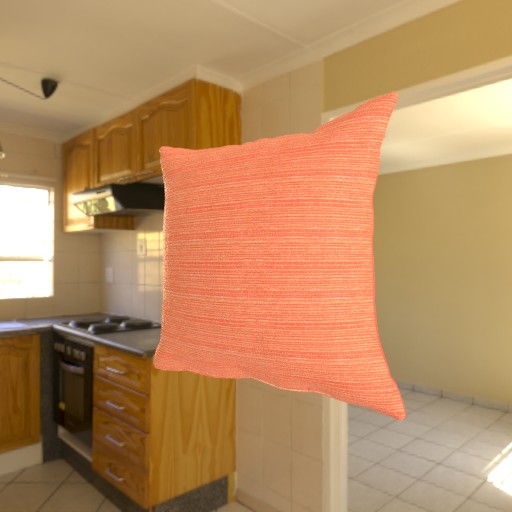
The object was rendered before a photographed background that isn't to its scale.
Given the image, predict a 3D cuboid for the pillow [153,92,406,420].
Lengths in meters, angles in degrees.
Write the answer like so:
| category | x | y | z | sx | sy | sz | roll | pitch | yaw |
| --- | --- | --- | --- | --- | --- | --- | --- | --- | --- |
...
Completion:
| category | x | y | z | sx | sy | sz | roll | pitch | yaw |
| --- | --- | --- | --- | --- | --- | --- | --- | --- | --- |
| pillow | 0.000 | 0.000 | 0.834 | 0.559 | 0.501 | 0.229 | 0 | -1 | 36 |
